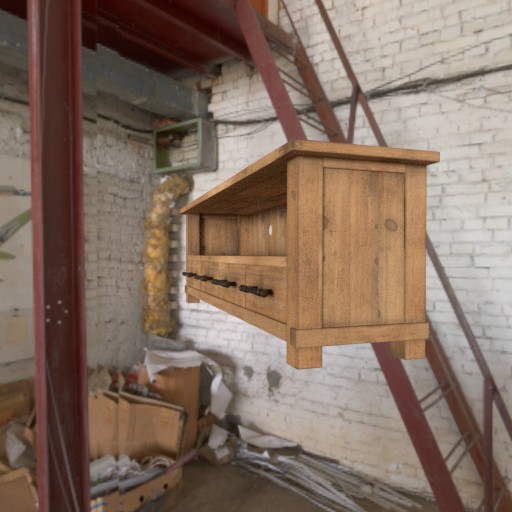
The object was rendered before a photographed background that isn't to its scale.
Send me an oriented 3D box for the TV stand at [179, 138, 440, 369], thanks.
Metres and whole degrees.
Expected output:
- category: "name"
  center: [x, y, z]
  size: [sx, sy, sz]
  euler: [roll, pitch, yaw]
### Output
- category: "TV stand"
  center: [0.000, 0.000, 1.986]
  size: [0.453, 0.573, 1.804]
  euler: [0, 0, -18]
